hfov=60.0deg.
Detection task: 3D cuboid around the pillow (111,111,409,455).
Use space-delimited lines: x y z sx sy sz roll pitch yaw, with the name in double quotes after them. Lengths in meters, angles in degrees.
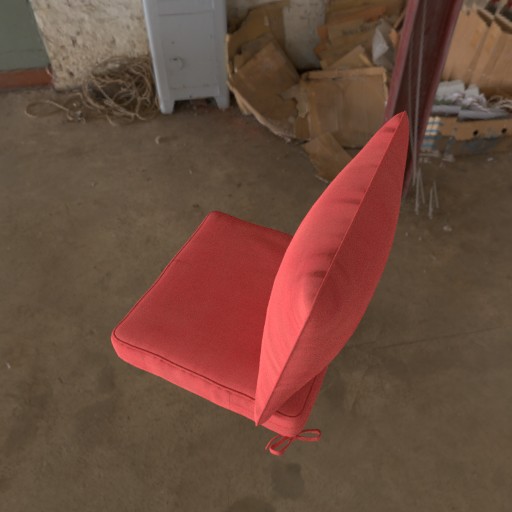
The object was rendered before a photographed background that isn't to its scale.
0.000 0.000 1.337 0.733 0.725 0.798 19 50 17 "pillow"
